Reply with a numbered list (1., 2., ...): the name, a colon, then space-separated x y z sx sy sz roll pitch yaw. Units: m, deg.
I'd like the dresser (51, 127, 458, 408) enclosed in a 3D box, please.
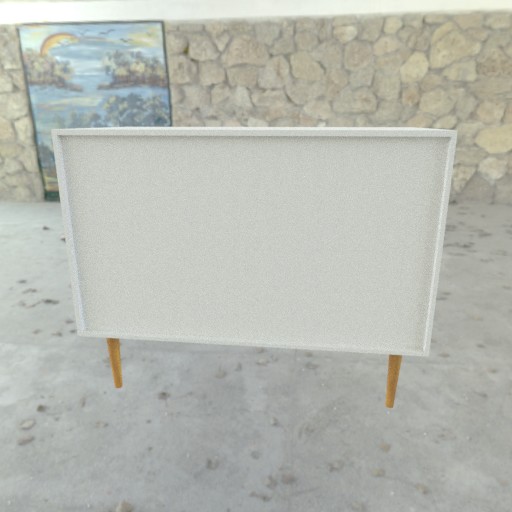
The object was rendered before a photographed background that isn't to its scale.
1. dresser: 0.000 0.000 1.301 0.905 0.721 0.457 2 17 7
